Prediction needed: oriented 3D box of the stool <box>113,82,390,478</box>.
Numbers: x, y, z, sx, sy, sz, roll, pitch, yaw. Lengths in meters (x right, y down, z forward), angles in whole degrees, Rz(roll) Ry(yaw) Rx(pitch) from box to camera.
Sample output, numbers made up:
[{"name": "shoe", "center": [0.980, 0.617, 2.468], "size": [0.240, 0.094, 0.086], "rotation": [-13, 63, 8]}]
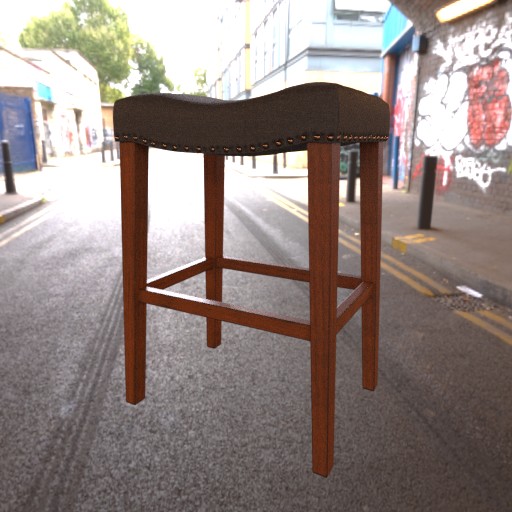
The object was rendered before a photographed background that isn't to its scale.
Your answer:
[{"name": "stool", "center": [0.000, 0.000, 0.873], "size": [0.439, 0.612, 0.320], "rotation": [8, 17, 28]}]
